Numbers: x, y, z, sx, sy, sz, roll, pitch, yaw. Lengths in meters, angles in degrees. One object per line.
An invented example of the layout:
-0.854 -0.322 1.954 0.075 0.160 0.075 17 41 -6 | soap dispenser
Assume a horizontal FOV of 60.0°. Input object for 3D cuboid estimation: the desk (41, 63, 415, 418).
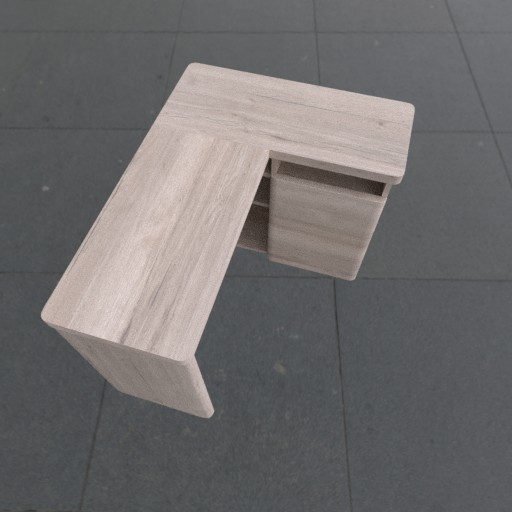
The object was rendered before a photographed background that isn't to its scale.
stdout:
0.000 0.000 1.758 0.900 0.760 1.169 14 60 9 | desk
